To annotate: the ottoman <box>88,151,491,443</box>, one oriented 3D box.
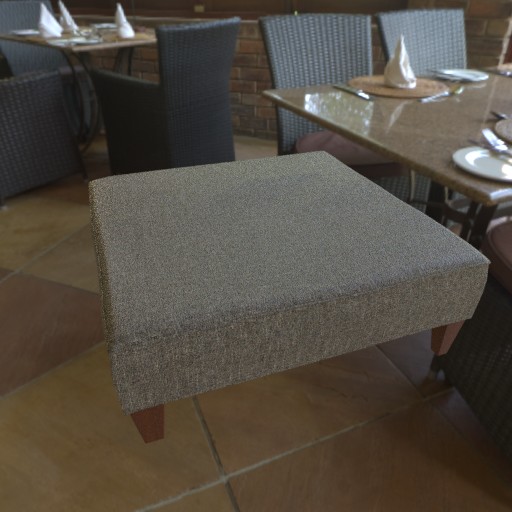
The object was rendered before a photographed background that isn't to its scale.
[{"bbox_3d":[0.000,0.000,1.500,1.016,0.379,0.981,-11,33,-17],"label":"ottoman"}]
